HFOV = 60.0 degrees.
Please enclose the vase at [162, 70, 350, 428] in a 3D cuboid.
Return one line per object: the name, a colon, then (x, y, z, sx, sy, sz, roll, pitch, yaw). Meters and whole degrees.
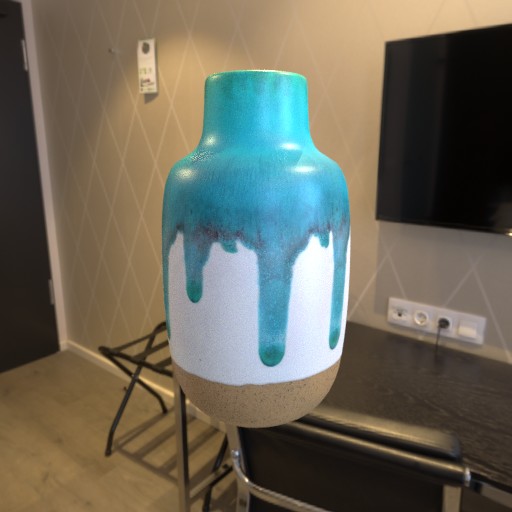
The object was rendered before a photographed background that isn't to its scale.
vase: (0.000, 0.000, 0.254, 0.106, 0.192, 0.106, 0, 14, 0)
